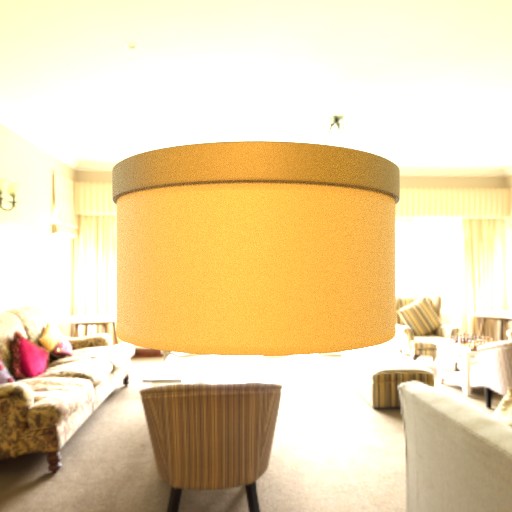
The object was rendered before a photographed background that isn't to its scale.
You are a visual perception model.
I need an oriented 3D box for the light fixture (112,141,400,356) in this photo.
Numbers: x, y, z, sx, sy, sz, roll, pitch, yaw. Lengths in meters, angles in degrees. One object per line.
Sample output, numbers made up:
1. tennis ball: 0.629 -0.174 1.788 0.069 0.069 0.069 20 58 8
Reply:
1. light fixture: 0.000 0.000 0.636 0.393 0.229 0.393 0 -1 0
